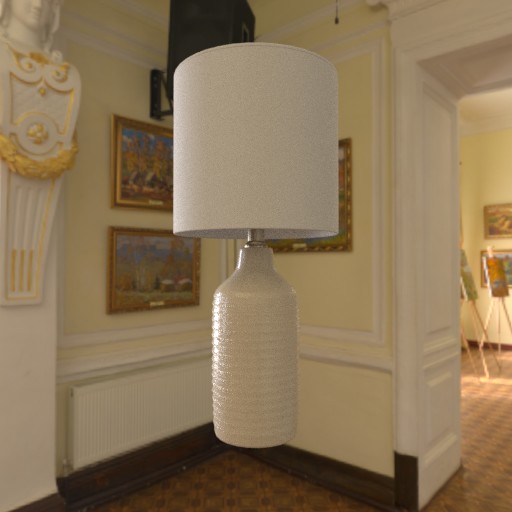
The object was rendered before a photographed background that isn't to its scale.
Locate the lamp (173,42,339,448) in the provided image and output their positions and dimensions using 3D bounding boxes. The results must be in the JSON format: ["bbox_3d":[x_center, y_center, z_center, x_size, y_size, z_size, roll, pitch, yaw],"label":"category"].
[{"bbox_3d":[0.000,0.000,0.602,0.220,0.475,0.220,1,-1,-35],"label":"lamp"}]
